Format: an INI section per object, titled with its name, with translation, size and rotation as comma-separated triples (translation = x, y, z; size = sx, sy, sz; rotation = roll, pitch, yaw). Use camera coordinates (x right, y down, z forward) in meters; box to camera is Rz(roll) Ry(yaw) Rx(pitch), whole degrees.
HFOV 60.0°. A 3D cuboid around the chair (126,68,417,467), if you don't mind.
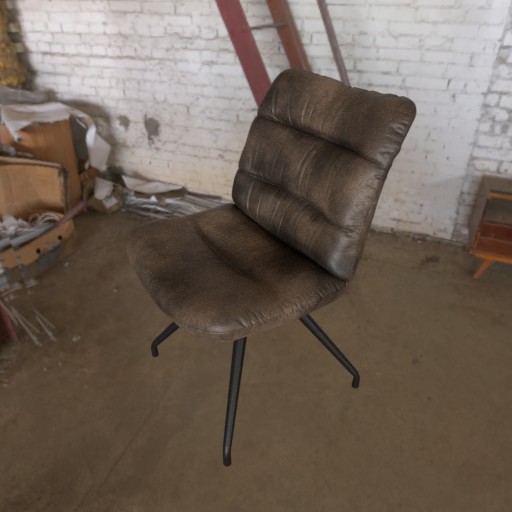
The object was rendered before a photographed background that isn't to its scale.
[chair]
translation = 0.000, 0.000, 1.229
size = 0.622, 0.870, 0.549
rotation = -20, 37, -28
